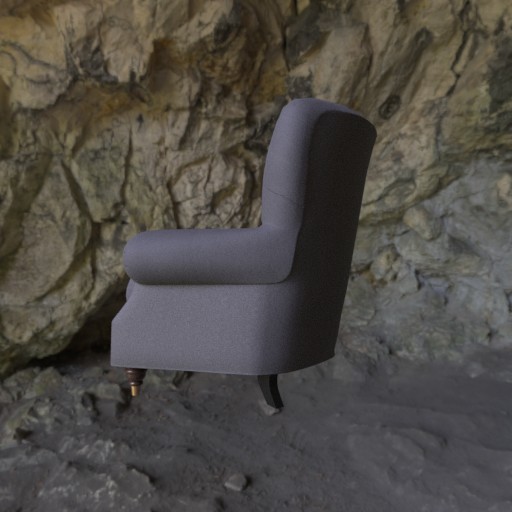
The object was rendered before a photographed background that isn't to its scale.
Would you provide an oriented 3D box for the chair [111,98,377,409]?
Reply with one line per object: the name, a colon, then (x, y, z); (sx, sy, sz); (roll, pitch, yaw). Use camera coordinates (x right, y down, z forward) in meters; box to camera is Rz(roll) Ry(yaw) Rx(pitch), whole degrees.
chair: (0.000, 0.000, 1.872); (0.983, 1.046, 0.983); (0, 1, 16)
